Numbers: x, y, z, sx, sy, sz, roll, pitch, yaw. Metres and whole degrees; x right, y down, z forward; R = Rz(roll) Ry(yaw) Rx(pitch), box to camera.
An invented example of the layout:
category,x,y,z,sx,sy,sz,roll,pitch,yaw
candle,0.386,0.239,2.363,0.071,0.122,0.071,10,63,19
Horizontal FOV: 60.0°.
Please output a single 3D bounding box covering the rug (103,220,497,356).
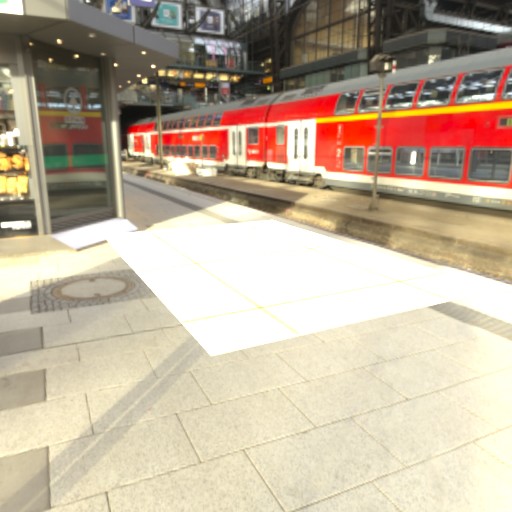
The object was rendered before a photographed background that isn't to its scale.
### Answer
category,x,y,z,sx,sy,sz,roll,pitch,yaw
rug,0.000,0.000,2.282,1.232,0.015,1.825,-7,16,-26
